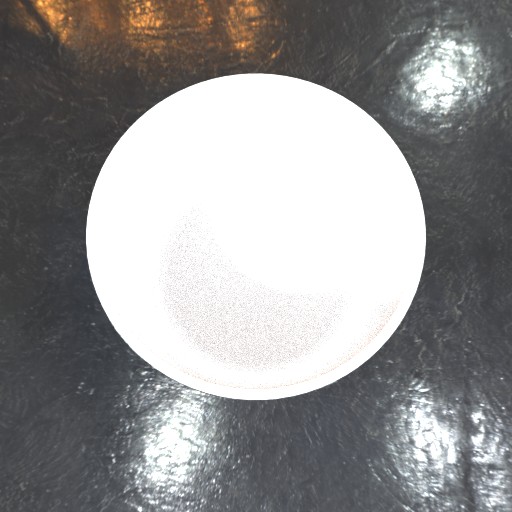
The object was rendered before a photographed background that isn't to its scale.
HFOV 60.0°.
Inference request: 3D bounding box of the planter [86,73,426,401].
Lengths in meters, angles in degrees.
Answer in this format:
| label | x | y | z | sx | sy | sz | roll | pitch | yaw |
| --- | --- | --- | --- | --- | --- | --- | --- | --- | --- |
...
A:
| label | x | y | z | sx | sy | sz | roll | pitch | yaw |
| --- | --- | --- | --- | --- | --- | --- | --- | --- | --- |
| planter | 0.000 | 0.000 | 0.439 | 0.254 | 0.221 | 0.254 | 0 | 77 | 0 |
